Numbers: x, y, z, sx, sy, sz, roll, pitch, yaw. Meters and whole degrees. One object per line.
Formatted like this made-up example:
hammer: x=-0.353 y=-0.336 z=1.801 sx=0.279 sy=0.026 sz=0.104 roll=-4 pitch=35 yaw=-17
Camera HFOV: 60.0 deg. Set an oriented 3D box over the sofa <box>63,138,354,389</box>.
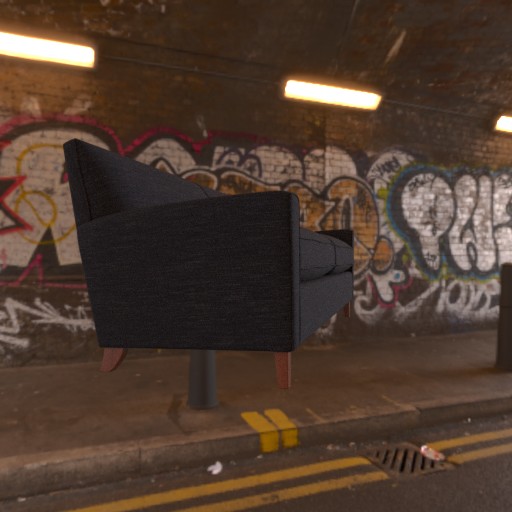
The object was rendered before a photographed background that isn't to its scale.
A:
sofa: x=0.000 y=0.000 z=2.383 sx=0.875 sy=0.846 sz=1.976 roll=0 pitch=0 yaw=18
